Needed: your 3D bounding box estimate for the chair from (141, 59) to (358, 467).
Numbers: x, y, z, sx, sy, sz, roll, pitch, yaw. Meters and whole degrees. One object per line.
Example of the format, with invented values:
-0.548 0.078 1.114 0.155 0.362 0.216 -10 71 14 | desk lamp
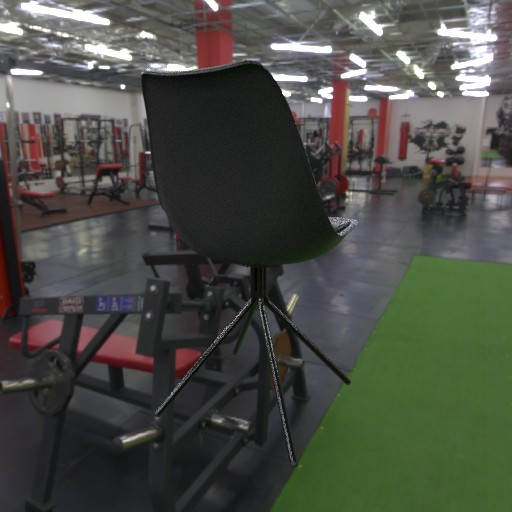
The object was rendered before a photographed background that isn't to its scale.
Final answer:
0.000 0.000 1.140 0.461 0.850 0.525 8 17 28 | chair
